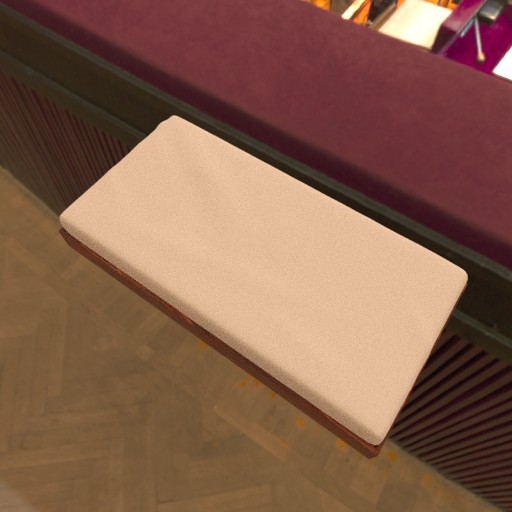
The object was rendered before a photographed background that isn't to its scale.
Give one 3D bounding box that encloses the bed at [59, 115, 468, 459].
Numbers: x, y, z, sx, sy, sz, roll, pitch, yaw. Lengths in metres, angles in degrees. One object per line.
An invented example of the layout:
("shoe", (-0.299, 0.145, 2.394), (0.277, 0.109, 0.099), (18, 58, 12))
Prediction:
("bed", (0.000, 0.000, 2.230), (1.860, 0.312, 0.940), (32, 65, 17))
